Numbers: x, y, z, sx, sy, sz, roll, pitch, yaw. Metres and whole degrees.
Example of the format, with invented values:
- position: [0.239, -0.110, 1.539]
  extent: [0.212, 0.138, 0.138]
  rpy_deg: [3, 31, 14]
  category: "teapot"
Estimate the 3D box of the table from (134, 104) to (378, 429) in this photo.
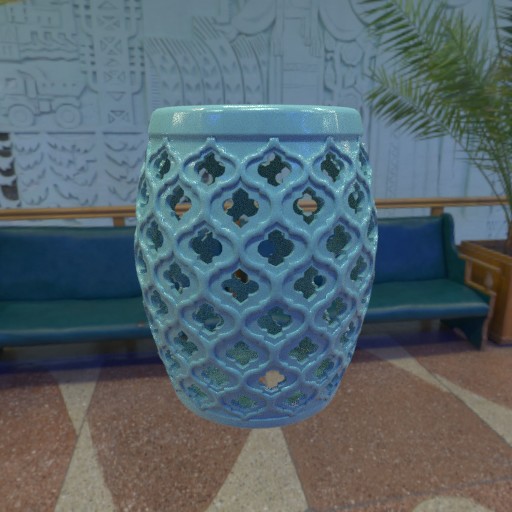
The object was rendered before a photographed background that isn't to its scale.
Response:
- position: [0.000, 0.000, 0.619]
  extent: [0.325, 0.388, 0.325]
  rpy_deg: [0, 16, 0]
  category: "table"
